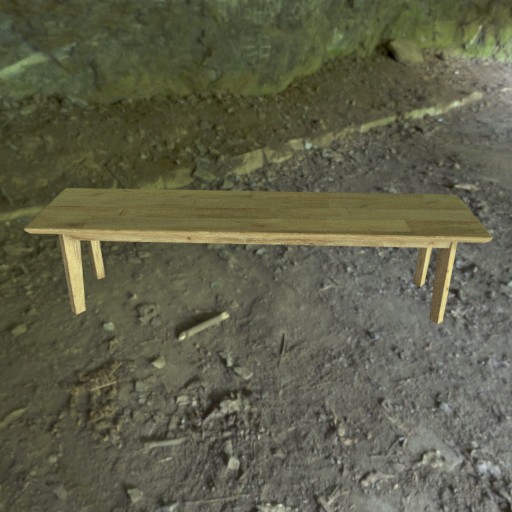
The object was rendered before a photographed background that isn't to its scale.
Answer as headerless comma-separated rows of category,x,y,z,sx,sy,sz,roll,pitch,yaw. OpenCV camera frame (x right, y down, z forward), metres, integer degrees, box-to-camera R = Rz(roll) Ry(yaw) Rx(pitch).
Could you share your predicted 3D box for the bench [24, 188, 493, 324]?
bench,0.000,0.000,1.875,1.698,0.431,0.378,1,32,2
